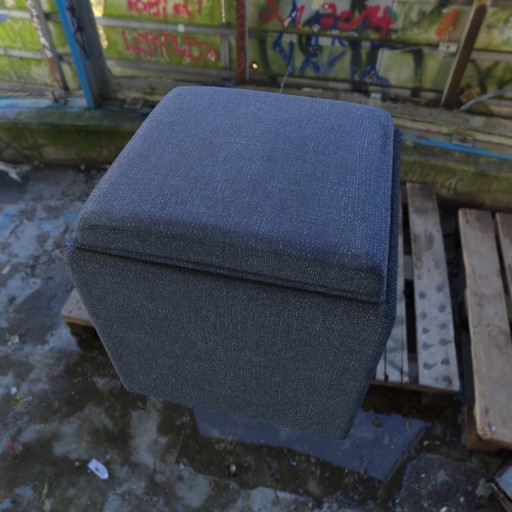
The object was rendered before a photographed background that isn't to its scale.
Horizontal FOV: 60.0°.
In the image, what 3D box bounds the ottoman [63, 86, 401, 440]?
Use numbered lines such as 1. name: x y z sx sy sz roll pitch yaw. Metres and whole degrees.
1. ottoman: 0.000 0.000 0.836 0.454 0.493 0.436 10 49 9
